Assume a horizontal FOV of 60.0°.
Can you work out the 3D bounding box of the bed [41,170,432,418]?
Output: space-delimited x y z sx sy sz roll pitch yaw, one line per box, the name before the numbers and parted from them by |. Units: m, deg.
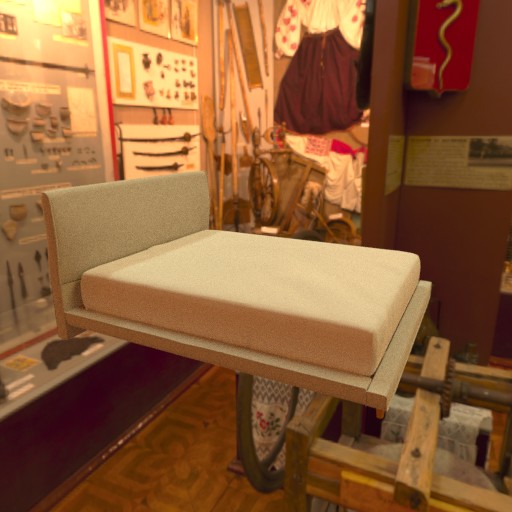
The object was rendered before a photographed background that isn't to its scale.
bed | 0.000 0.000 3.528 2.498 1.126 1.980 8 18 26
